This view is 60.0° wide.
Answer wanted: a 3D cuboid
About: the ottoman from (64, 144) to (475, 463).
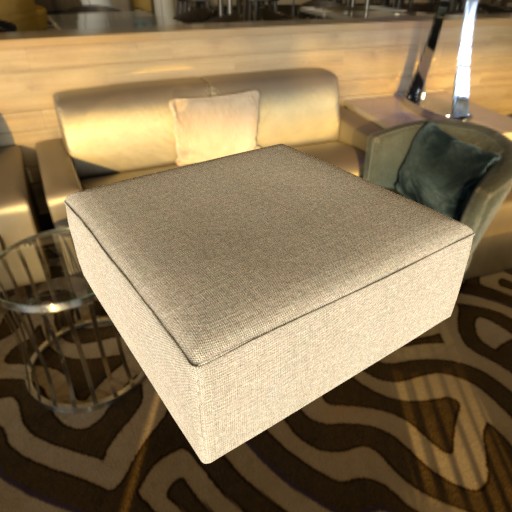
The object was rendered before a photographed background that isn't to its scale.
[{"bbox_3d":[0.000,0.000,1.579,1.023,0.423,1.017,-20,38,-28],"label":"ottoman"}]
